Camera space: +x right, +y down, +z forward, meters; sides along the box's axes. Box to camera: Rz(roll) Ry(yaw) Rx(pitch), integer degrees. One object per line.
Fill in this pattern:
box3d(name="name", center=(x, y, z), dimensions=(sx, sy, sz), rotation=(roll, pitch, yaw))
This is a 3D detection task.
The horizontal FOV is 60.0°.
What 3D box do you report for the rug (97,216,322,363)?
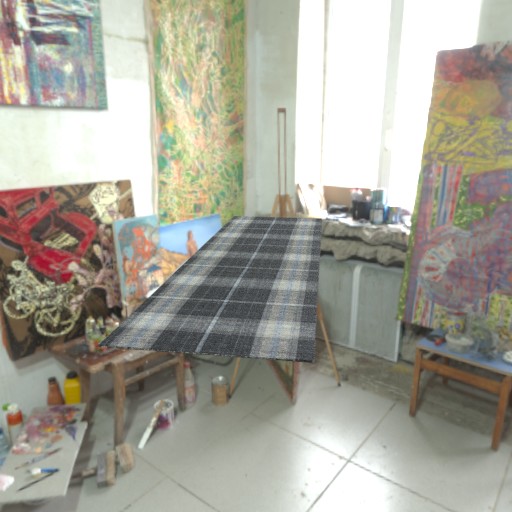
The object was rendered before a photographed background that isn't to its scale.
box3d(name="rug", center=(0.000, 0.000, 2.652), dimensions=(0.760, 0.012, 2.434), rotation=(2, 16, 8))
